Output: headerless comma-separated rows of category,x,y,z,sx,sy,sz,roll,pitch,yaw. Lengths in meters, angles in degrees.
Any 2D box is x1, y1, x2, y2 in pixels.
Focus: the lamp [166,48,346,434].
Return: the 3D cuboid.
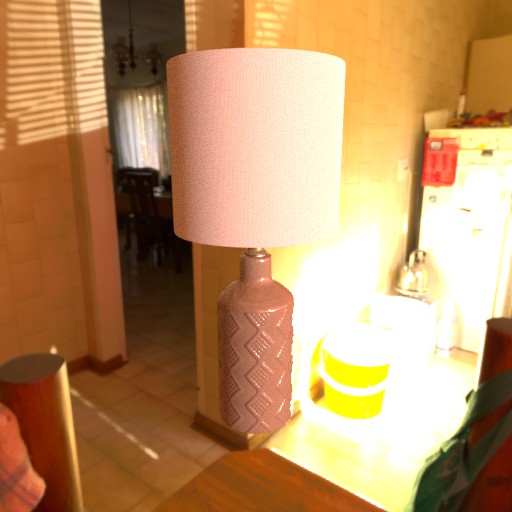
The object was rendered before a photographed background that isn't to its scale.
lamp,0.000,0.000,0.577,0.207,0.461,0.207,2,15,8
